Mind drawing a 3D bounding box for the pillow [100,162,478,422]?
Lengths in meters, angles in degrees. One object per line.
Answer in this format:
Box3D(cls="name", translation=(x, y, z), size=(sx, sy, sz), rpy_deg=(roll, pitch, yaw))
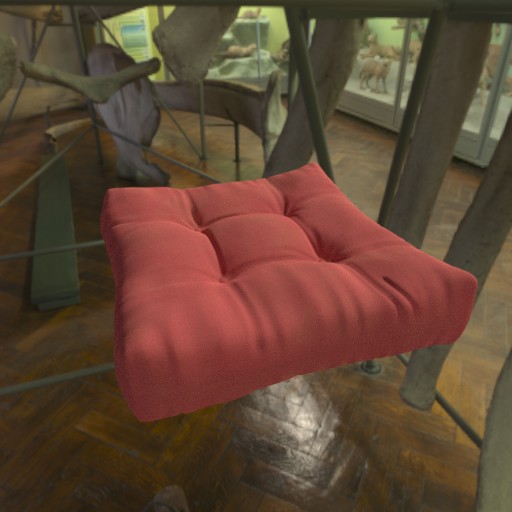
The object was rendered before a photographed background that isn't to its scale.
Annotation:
Box3D(cls="pillow", translation=(0.000, 0.000, 0.719), size=(0.468, 0.128, 0.490), rpy_deg=(-10, 32, -16))
